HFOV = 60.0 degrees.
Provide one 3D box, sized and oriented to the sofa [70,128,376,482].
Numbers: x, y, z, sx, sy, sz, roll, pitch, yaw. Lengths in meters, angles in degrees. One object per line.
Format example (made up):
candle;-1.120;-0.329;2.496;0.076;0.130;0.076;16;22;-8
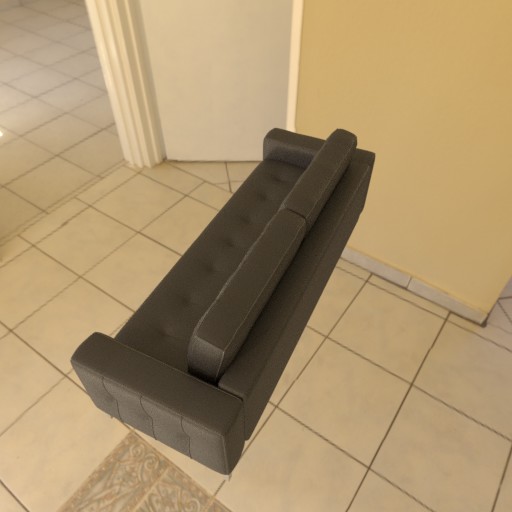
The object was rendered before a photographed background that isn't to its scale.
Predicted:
sofa;0.000;0.000;2.713;0.833;0.893;2.275;20;49;18
